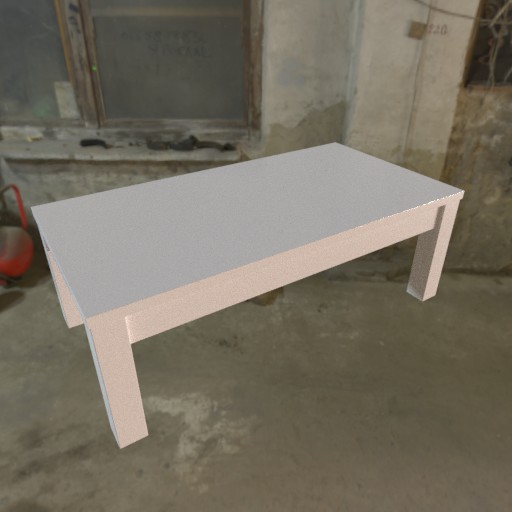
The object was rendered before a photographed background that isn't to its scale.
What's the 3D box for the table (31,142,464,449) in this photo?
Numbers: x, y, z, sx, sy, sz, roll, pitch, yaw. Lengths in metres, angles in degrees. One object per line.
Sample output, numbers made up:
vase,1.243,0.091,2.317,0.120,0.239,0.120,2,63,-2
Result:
table,0.000,0.000,1.670,1.350,0.470,0.700,-18,36,-27
